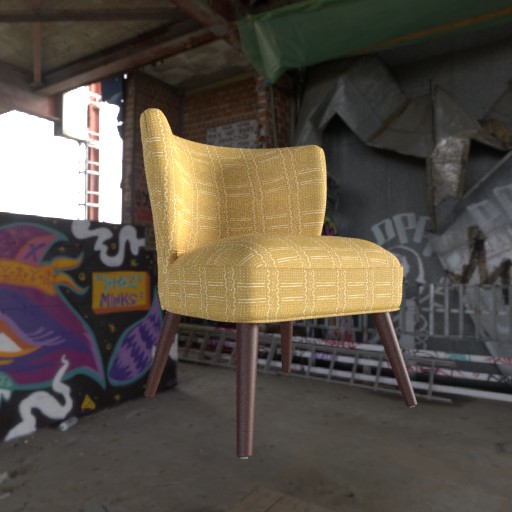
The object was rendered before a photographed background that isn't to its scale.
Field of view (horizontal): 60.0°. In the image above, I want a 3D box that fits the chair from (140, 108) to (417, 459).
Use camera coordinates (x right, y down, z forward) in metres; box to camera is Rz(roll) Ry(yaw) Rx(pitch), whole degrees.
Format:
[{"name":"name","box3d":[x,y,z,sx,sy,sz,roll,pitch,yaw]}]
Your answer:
[{"name":"chair","box3d":[0.000,0.000,1.397,0.706,0.866,0.758,1,-2,-36]}]
